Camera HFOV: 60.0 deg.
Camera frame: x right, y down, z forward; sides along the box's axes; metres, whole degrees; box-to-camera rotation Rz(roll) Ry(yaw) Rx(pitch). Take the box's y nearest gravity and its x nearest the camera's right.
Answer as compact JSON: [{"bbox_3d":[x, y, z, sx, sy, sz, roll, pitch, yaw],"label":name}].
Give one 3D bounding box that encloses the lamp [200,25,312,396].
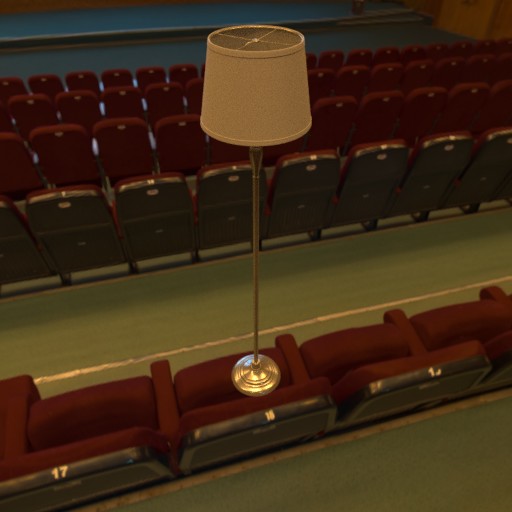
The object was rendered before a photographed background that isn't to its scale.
[{"bbox_3d":[0.000,0.000,1.650,0.327,1.506,0.327,-11,42,-13],"label":"lamp"}]
